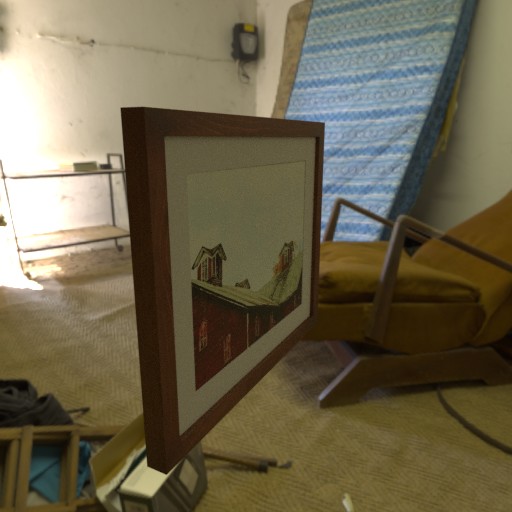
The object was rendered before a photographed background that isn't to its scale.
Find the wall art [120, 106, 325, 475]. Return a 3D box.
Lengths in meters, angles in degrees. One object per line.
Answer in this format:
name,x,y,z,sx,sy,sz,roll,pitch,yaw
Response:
wall art,0.000,0.000,0.765,0.033,0.457,0.558,8,17,27
